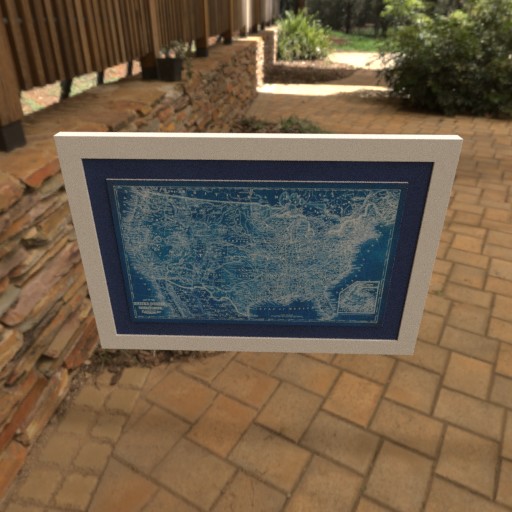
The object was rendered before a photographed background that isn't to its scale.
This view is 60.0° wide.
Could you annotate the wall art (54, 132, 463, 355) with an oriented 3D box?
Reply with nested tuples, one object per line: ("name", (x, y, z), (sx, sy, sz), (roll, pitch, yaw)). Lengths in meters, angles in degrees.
("wall art", (0.000, 0.000, 1.661), (1.308, 0.902, 0.051), (1, 30, 2))
